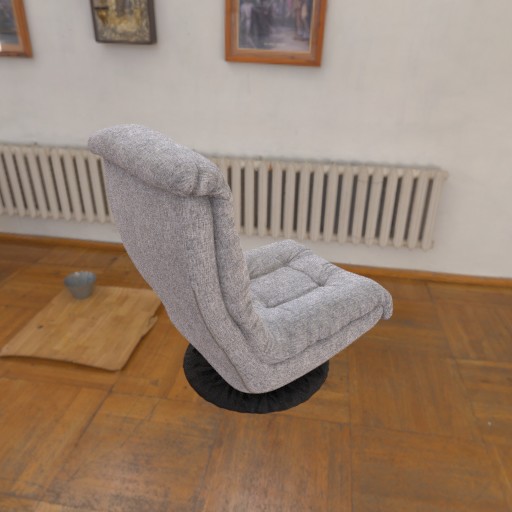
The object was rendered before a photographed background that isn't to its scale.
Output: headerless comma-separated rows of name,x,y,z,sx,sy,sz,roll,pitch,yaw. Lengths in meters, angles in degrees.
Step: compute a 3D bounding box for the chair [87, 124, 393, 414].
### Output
chair,0.000,0.000,1.009,0.583,0.600,0.400,-18,31,-32
